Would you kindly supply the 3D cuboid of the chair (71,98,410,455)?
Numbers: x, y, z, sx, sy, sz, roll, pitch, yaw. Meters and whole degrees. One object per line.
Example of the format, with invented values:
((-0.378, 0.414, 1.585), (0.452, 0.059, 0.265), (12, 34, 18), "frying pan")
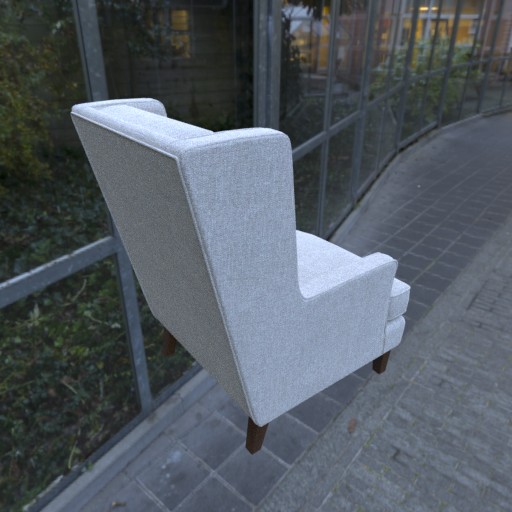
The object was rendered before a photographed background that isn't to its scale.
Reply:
((0.000, 0.000, 1.650), (0.948, 1.082, 0.764), (-19, 32, -32), "chair")
